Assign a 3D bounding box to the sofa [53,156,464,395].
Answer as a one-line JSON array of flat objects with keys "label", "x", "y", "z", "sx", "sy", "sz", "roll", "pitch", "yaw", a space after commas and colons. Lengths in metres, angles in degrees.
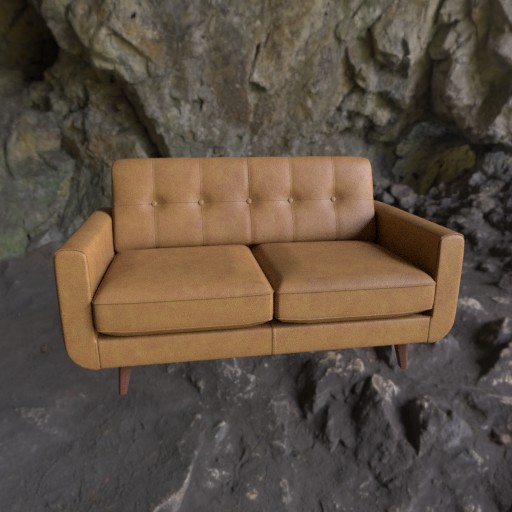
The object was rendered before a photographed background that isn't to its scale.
[{"label": "sofa", "x": 0.000, "y": 0.000, "z": 2.200, "sx": 1.651, "sy": 0.925, "sz": 0.952, "roll": -3, "pitch": 16, "yaw": -9}]
